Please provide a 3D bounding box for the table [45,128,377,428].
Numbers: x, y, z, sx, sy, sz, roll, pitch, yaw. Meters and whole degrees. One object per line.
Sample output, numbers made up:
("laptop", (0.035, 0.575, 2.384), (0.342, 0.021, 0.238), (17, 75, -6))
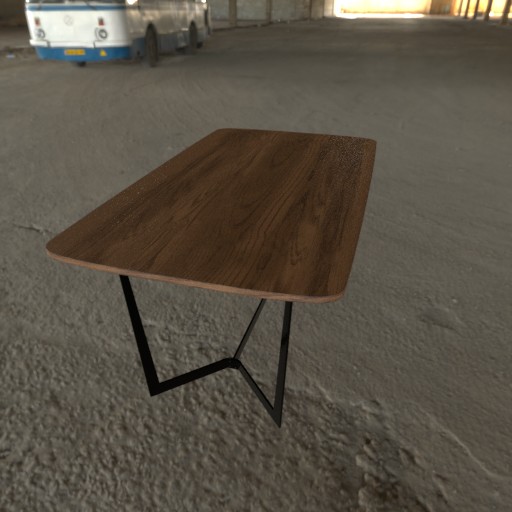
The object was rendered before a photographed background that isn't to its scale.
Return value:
("table", (0.000, 0.000, 2.089), (0.949, 0.765, 1.643), (8, 31, 14))
